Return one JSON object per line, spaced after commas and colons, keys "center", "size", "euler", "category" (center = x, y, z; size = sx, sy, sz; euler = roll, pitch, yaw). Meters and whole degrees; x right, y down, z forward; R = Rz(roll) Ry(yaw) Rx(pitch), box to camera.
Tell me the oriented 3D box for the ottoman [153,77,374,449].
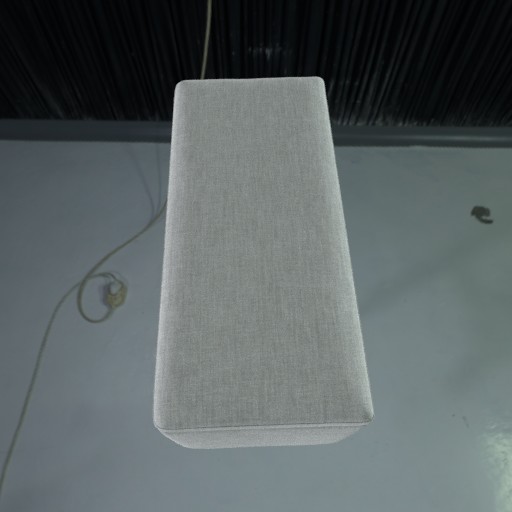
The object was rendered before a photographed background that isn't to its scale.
{"center": [0.000, 0.000, 1.154], "size": [0.419, 0.432, 0.902], "euler": [-2, 62, -1], "category": "ottoman"}
